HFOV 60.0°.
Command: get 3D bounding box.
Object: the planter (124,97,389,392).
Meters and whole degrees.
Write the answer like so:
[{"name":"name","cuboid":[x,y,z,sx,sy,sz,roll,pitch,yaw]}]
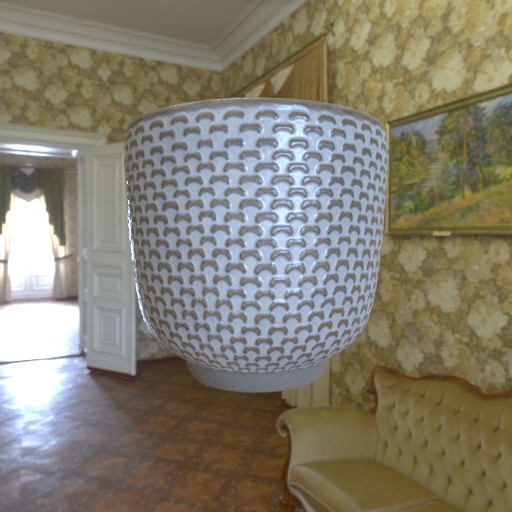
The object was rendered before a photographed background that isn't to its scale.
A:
[{"name":"planter","cuboid":[0.000,0.000,0.244,0.139,0.130,0.139,0,2,0]}]
